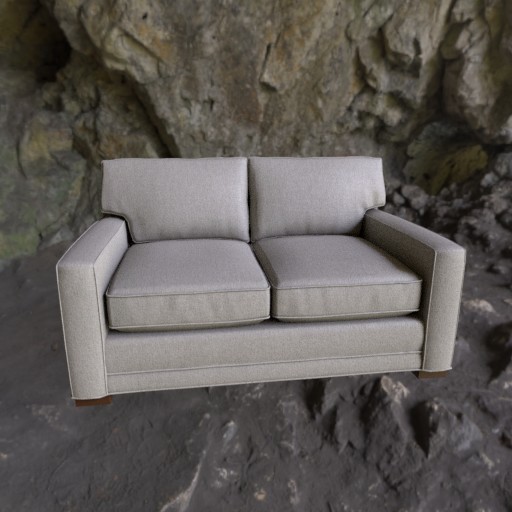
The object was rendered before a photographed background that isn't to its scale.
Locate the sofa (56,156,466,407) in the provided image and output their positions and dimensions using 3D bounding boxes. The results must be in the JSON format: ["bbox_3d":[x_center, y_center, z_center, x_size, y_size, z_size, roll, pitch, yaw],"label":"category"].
[{"bbox_3d":[0.000,0.000,2.027,1.484,0.853,0.940,-2,16,-8],"label":"sofa"}]
